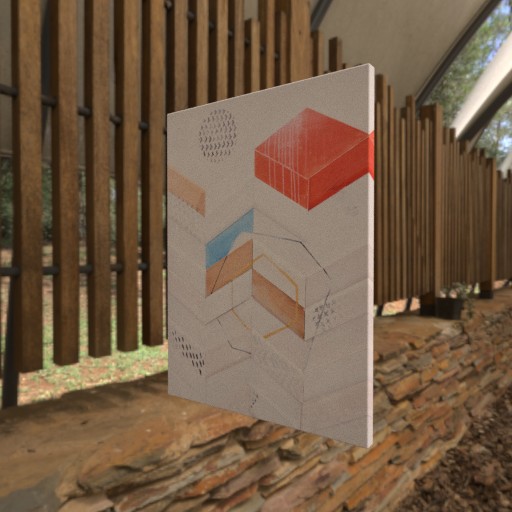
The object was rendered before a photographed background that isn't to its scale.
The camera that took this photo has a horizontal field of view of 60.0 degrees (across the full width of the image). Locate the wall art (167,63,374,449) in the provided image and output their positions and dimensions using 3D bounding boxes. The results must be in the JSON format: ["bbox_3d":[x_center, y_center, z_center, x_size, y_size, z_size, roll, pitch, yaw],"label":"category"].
[{"bbox_3d":[0.000,0.000,1.401,0.759,1.014,0.045,1,1,36],"label":"wall art"}]
